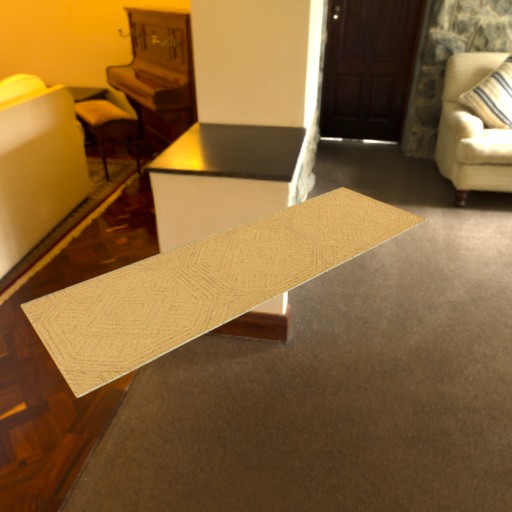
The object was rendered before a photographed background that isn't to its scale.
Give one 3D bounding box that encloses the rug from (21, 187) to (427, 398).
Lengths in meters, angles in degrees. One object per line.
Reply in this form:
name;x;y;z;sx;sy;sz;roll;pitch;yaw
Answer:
rug;0.000;0.000;2.654;2.452;0.012;0.775;-23;38;-33
